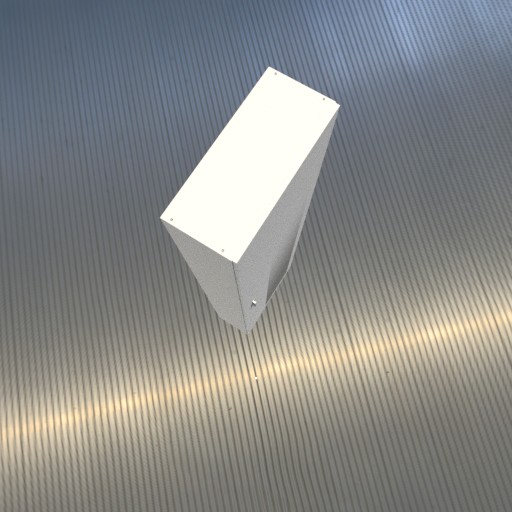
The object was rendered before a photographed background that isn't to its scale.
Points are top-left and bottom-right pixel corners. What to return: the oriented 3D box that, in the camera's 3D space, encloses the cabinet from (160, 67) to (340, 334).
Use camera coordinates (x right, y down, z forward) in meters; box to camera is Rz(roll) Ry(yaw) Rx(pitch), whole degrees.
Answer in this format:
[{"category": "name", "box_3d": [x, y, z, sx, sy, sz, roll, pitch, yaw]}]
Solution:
[{"category": "cabinet", "box_3d": [0.000, 0.000, 1.962, 0.230, 1.790, 0.500, 31, 77, 8]}]
